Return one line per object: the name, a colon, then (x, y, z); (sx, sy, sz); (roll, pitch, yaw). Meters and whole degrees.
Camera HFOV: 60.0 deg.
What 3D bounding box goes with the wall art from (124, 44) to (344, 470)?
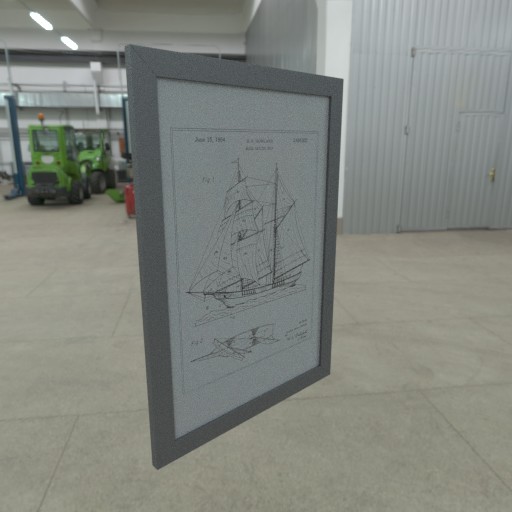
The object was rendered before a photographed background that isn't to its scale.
wall art: (0.000, 0.000, 0.668); (0.380, 0.534, 0.013); (-13, 19, -41)
